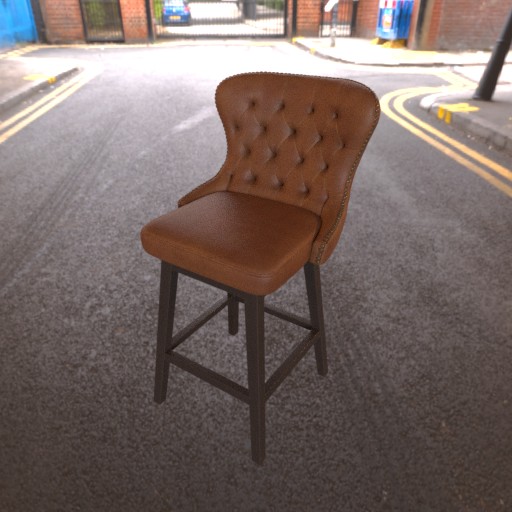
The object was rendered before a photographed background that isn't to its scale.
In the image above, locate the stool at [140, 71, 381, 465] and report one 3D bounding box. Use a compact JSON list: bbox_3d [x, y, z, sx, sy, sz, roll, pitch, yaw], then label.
[{"bbox_3d":[0.000,0.000,1.347,0.528,0.971,0.593,18,35,29],"label":"stool"}]
